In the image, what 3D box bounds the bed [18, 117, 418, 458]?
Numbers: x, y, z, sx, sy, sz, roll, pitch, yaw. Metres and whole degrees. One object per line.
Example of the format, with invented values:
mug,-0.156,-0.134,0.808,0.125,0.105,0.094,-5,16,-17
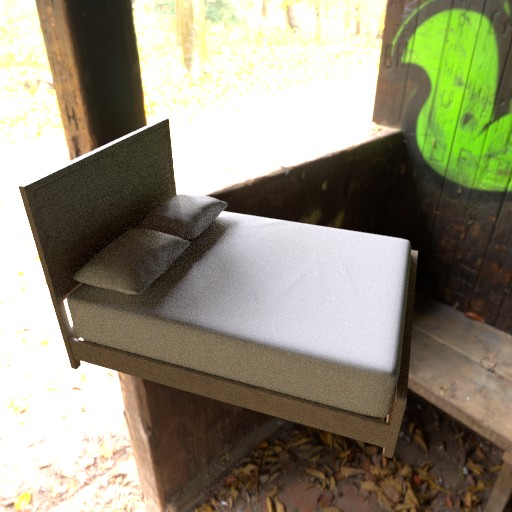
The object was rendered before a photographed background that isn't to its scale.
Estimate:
bed,0.000,0.000,3.107,2.189,1.369,1.606,10,32,16
